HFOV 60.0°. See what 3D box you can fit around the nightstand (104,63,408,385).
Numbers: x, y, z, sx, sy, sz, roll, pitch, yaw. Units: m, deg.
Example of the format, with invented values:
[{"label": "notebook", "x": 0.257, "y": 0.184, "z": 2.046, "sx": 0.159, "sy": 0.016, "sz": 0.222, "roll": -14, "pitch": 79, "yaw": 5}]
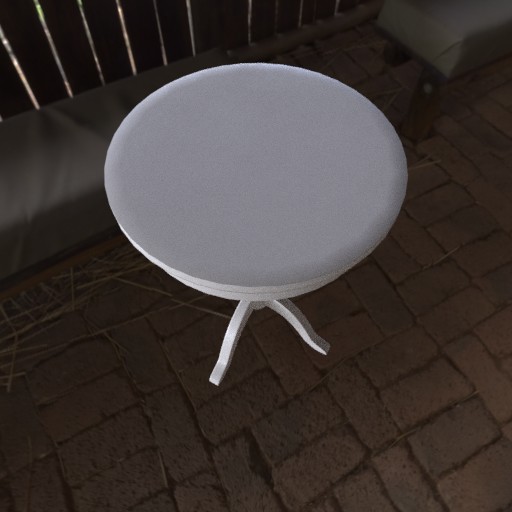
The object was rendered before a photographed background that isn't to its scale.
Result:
[{"label": "nightstand", "x": 0.000, "y": 0.000, "z": 1.036, "sx": 0.513, "sy": 0.653, "sz": 0.513, "roll": 34, "pitch": 64, "yaw": 19}]
